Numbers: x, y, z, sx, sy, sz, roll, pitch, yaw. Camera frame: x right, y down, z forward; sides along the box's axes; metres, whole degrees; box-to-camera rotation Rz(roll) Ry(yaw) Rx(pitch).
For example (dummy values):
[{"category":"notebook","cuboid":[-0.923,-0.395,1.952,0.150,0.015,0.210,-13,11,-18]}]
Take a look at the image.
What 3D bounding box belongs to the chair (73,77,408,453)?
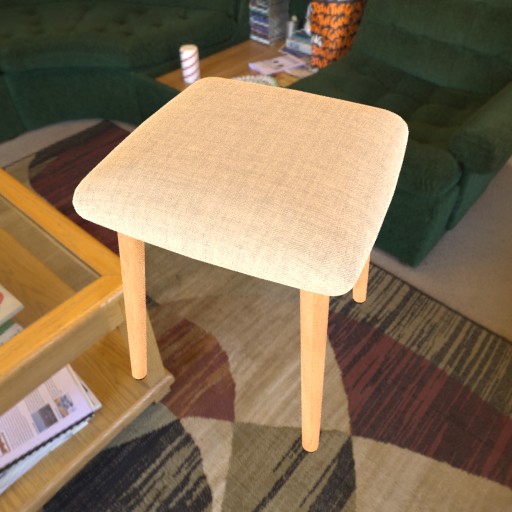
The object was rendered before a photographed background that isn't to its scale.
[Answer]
[{"category":"chair","cuboid":[0.000,0.000,0.694,0.350,0.440,0.350,17,49,16]}]
